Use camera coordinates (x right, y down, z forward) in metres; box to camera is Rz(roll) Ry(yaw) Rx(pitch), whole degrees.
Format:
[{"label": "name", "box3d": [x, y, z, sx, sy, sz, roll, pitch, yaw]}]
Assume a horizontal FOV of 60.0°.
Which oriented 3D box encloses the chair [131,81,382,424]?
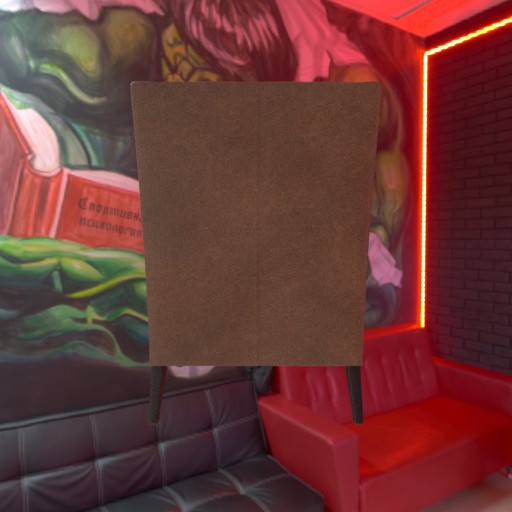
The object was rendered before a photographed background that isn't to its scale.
[{"label": "chair", "box3d": [0.000, 0.000, 1.703, 0.815, 1.088, 0.913, 0, 2, 0]}]
